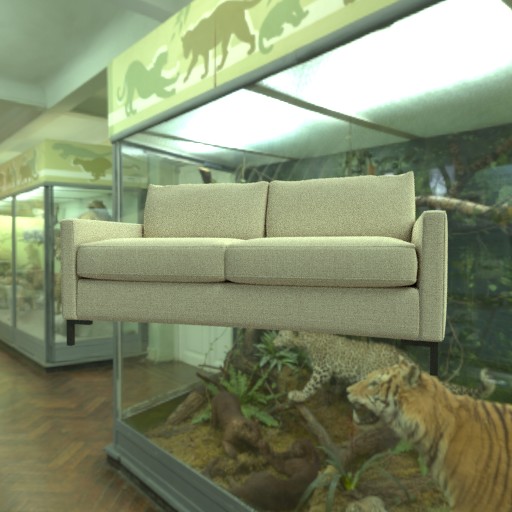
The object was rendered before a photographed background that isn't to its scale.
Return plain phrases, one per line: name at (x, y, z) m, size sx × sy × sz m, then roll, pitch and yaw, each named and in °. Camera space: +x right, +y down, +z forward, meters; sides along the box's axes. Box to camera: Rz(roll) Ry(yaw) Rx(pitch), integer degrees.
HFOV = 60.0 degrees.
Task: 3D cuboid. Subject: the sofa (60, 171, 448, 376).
sofa at (0.000, 0.000, 2.137) m, size 1.651 × 0.812 × 0.839 m, roll 0°, pitch 1°, yaw 18°
